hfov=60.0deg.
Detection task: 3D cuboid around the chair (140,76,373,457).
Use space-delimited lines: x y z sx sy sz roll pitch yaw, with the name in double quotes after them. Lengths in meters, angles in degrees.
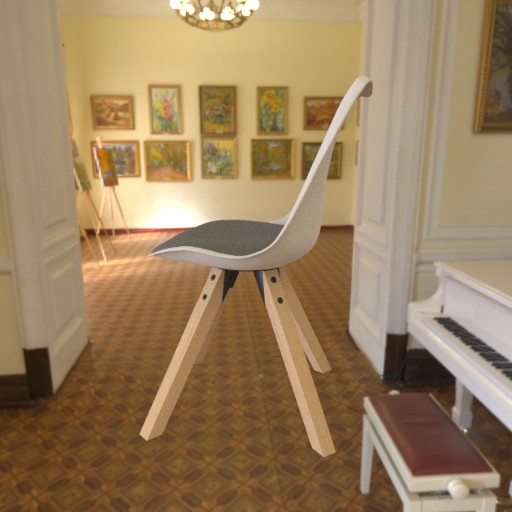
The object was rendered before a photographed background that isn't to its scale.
0.000 0.000 1.178 0.550 0.850 0.485 2 13 8 "chair"
